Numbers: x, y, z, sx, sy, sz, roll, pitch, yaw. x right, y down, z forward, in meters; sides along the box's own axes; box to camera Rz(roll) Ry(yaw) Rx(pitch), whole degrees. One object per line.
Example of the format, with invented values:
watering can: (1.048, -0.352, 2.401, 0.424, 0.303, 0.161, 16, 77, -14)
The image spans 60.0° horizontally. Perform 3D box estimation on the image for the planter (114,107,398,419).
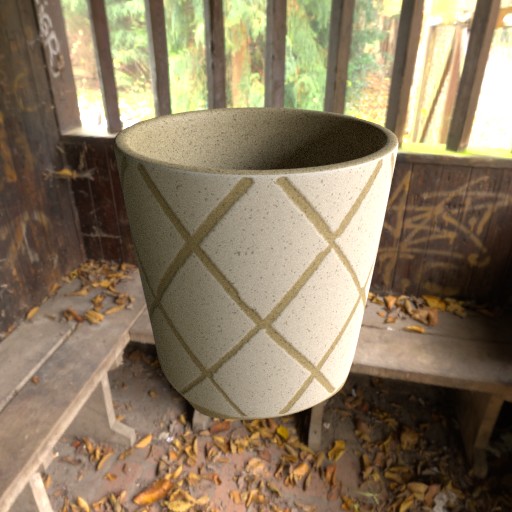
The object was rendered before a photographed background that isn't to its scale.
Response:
planter: (0.000, 0.000, 0.422, 0.228, 0.235, 0.228, 0, 28, 0)
